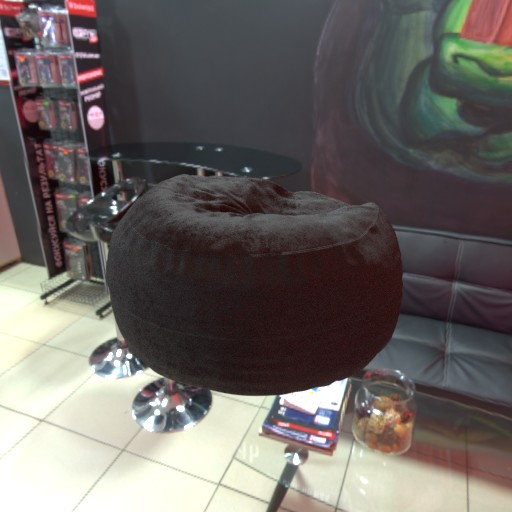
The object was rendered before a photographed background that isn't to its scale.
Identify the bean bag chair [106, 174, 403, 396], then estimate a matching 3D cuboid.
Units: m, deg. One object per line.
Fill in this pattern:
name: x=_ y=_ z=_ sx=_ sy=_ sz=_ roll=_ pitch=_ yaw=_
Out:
bean bag chair: x=0.000 y=0.000 z=2.367 sx=1.525 sy=0.751 sz=1.525 roll=0 pitch=25 yaw=0
